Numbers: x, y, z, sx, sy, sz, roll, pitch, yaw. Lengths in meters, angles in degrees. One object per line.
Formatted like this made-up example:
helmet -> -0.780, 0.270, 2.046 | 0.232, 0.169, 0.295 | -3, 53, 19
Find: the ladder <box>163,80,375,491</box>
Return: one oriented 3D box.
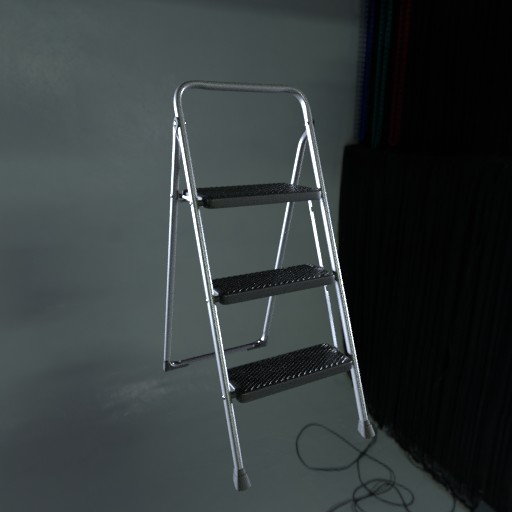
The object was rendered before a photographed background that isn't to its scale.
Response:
ladder -> 0.000, 0.000, 1.276 | 0.430, 0.945, 0.629 | -8, 18, -27
